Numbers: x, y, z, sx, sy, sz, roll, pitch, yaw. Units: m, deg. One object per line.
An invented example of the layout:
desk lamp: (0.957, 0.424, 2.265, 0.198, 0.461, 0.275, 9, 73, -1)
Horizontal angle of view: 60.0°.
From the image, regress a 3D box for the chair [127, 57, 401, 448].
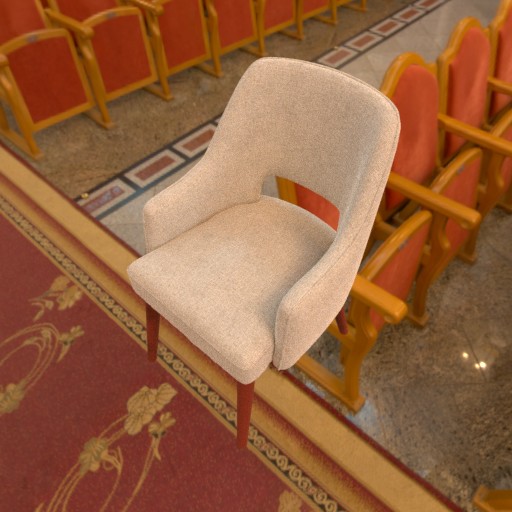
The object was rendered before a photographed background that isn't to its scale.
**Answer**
chair: (0.000, 0.000, 1.227, 0.548, 0.849, 0.605, 34, 55, 28)
